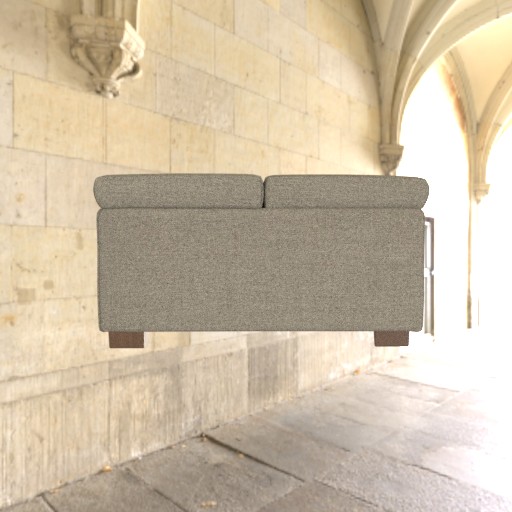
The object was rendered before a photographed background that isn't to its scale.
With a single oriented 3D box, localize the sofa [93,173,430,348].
[{"bbox_3d":[0.000,0.000,1.644,0.817,0.434,1.250,0,0,-1],"label":"sofa"}]
